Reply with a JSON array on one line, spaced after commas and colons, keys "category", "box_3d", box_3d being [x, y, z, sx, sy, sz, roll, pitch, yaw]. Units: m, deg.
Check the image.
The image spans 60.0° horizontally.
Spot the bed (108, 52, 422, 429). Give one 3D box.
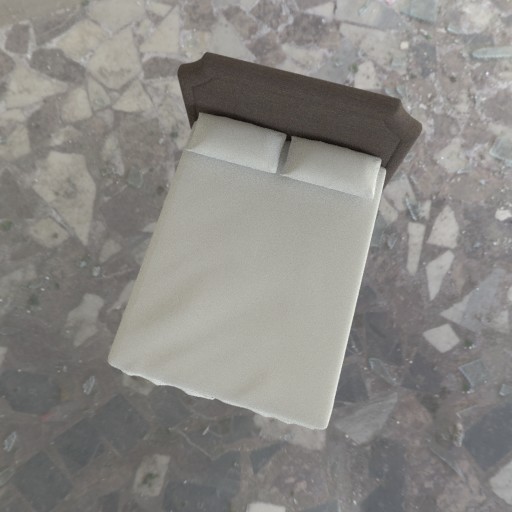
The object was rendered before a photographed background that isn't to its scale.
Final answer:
[{"category": "bed", "box_3d": [0.000, 0.000, 3.123, 1.693, 1.290, 2.116, 15, 75, 4]}]
